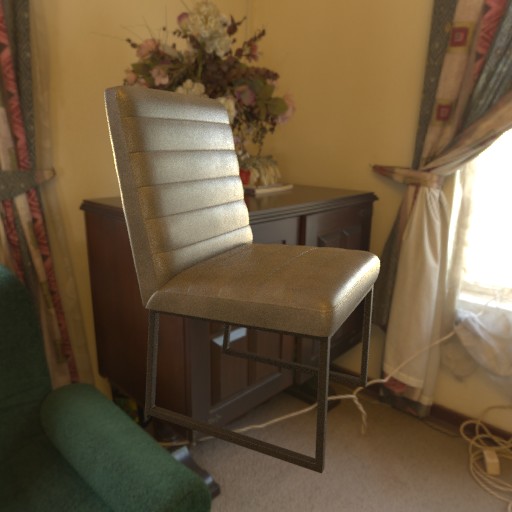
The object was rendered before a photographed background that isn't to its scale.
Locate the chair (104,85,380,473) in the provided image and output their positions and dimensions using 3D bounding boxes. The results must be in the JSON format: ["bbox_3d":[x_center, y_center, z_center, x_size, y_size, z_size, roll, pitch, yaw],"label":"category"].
[{"bbox_3d":[0.000,0.000,1.304,0.634,0.930,0.520,7,16,26],"label":"chair"}]
